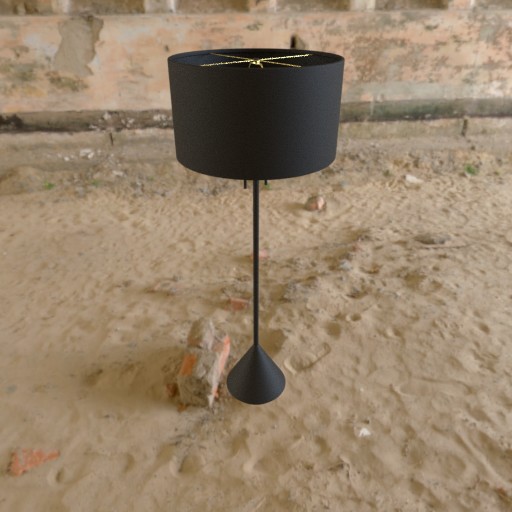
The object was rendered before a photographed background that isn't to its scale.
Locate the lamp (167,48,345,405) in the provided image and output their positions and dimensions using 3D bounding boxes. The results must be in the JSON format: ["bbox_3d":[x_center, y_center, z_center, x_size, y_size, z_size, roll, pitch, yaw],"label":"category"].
[{"bbox_3d":[0.000,0.000,1.849,0.580,1.526,0.580,-23,37,-34],"label":"lamp"}]
